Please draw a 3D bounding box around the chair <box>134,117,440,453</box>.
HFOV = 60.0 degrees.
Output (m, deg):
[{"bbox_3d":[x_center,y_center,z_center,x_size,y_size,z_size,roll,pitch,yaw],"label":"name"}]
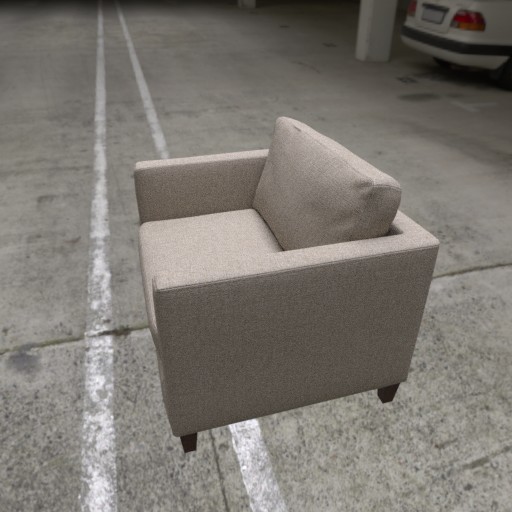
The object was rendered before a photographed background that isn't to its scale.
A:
[{"bbox_3d":[0.000,0.000,1.891,0.959,0.961,1.107,-9,32,-14],"label":"chair"}]
